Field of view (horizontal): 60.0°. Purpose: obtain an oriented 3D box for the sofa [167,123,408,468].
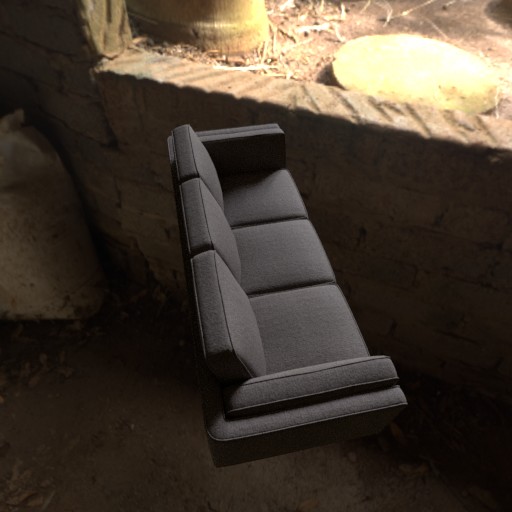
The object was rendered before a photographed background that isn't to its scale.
[{"bbox_3d":[0.000,0.000,2.785,0.903,0.899,2.362,-9,47,-8],"label":"sofa"}]
